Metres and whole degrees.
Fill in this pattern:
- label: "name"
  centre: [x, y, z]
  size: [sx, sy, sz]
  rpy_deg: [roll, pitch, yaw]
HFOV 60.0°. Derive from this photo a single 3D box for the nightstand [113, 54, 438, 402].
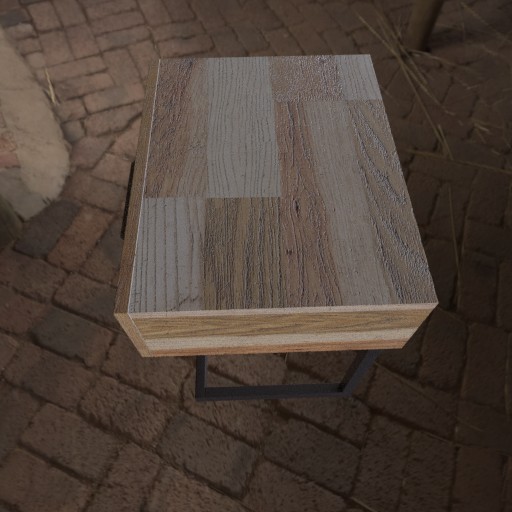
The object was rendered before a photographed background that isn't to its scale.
- label: "nightstand"
  centre: [0.000, 0.000, 1.016]
  size: [0.481, 0.632, 0.558]
  rpy_deg: [-2, 58, -1]
